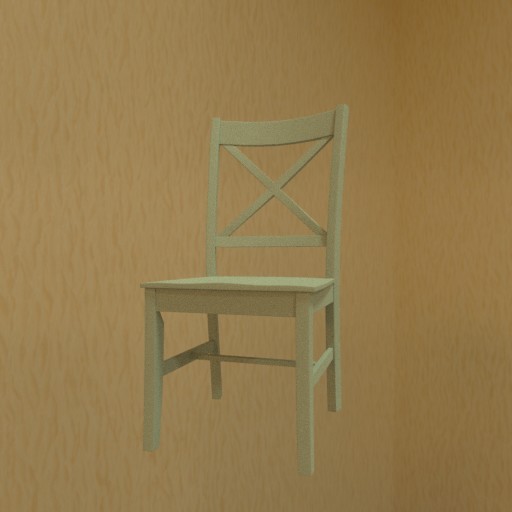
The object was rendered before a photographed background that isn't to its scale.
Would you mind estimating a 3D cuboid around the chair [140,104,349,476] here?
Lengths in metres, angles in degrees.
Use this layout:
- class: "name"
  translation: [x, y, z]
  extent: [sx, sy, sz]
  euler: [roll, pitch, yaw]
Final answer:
- class: "chair"
  translation: [0.000, 0.000, 1.301]
  extent: [0.485, 0.983, 0.542]
  euler: [0, 0, 18]
